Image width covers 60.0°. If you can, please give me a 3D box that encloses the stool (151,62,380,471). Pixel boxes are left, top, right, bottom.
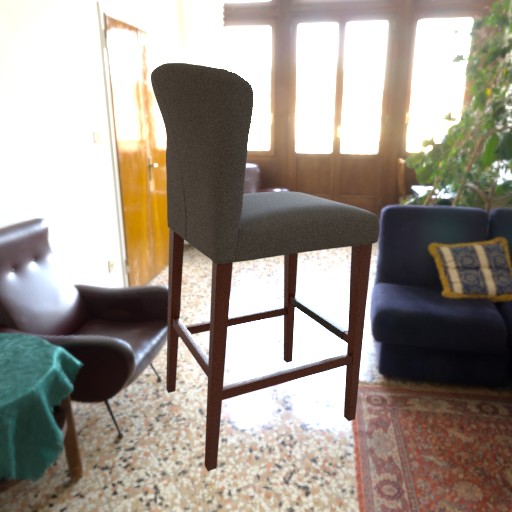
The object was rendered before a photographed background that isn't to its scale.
[{"bbox_3d":[0.000,0.000,1.376,0.568,1.069,0.481,-8,19,-25],"label":"stool"}]
